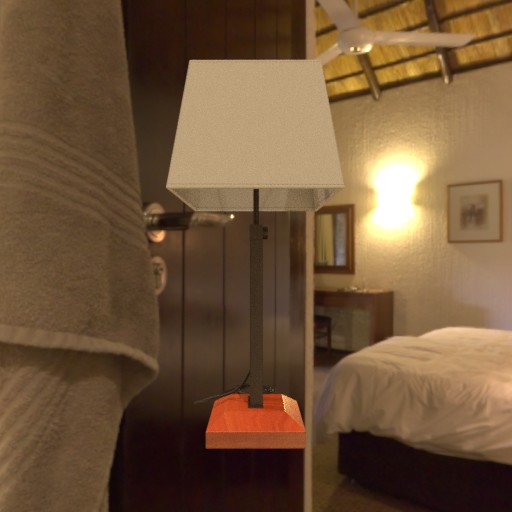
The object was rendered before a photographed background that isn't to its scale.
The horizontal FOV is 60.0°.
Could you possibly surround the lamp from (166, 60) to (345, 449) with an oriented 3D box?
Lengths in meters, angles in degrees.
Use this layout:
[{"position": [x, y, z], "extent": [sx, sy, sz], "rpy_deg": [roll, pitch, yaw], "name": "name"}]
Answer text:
[{"position": [0.000, 0.000, 1.010], "extent": [0.310, 0.737, 0.498], "rpy_deg": [0, -1, 0], "name": "lamp"}]
